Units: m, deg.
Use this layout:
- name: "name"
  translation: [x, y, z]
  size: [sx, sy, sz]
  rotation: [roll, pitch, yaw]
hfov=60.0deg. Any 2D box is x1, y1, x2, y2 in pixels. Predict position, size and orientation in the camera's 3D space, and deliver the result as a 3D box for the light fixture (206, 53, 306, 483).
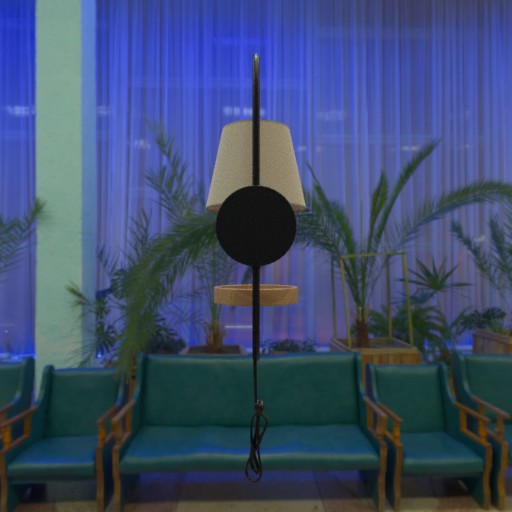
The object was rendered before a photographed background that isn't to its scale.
- name: "light fixture"
  translation: [0.000, 0.000, 0.936]
  size: [0.220, 0.821, 0.299]
  rotation: [0, -1, 0]
